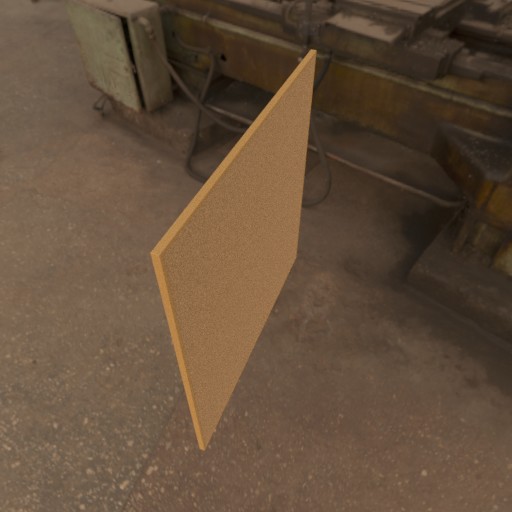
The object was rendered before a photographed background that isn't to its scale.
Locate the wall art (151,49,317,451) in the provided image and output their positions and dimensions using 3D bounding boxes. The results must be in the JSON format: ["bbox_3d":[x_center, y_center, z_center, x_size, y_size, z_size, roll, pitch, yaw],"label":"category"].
[{"bbox_3d":[0.000,0.000,0.990,0.014,0.655,0.657,17,49,15],"label":"wall art"}]
